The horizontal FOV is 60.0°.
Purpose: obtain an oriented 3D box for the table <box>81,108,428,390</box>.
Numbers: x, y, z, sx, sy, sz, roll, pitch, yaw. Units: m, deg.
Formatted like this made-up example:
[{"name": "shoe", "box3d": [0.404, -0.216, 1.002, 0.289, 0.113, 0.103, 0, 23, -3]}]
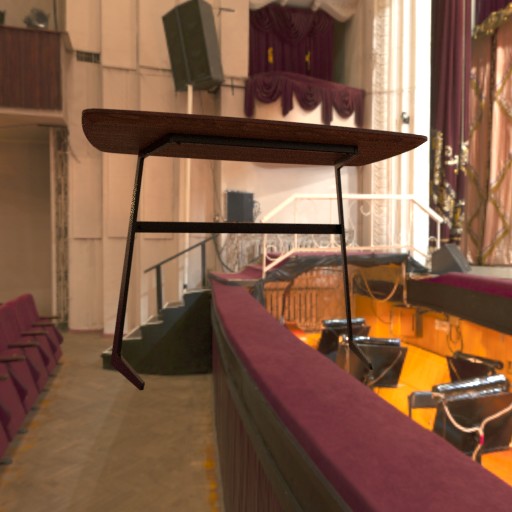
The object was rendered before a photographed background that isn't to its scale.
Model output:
[{"name": "table", "box3d": [0.000, 0.000, 1.110, 0.804, 0.576, 0.361, 0, 1, -16]}]
